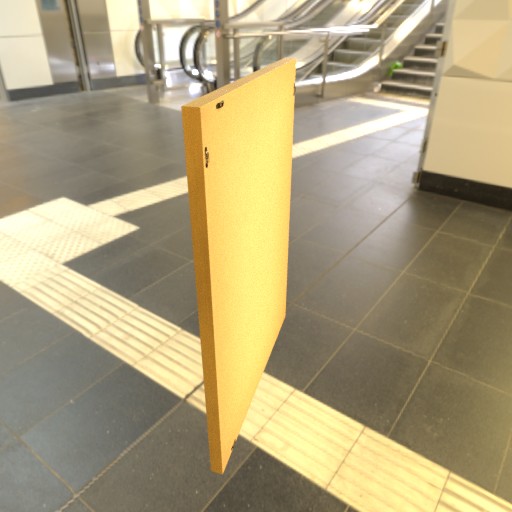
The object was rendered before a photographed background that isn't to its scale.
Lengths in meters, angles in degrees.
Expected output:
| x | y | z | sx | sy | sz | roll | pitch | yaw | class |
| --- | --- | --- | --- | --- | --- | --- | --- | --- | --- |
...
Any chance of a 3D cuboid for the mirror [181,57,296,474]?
| x | y | z | sx | sy | sz | roll | pitch | yaw | class |
| --- | --- | --- | --- | --- | --- | --- | --- | --- | --- |
| 0.000 | 0.000 | 1.331 | 0.040 | 1.016 | 0.762 | 9 | 31 | 15 | mirror |
